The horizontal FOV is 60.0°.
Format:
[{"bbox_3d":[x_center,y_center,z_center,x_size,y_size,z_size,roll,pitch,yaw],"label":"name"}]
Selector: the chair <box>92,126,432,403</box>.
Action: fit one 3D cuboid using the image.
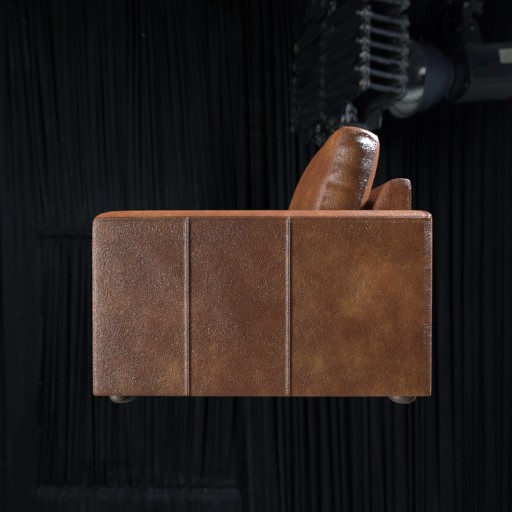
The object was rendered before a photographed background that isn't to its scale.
[{"bbox_3d":[0.000,0.000,1.761,1.016,0.873,1.005,0,1,0],"label":"chair"}]
